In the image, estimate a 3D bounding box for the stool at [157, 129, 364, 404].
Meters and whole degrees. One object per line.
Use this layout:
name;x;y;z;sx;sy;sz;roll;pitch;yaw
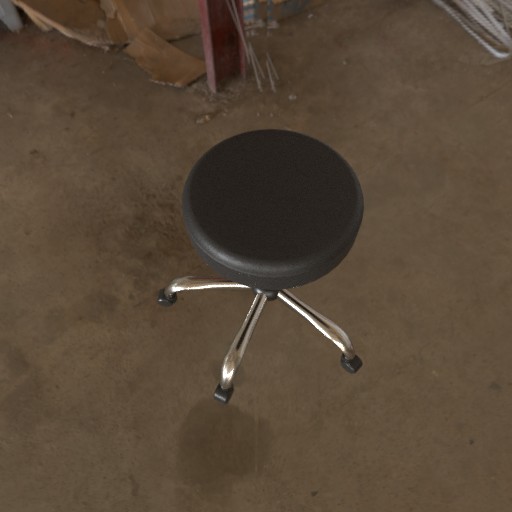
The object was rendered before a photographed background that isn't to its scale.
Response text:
stool;0.000;0.000;1.212;0.638;0.576;0.673;0;59;0
